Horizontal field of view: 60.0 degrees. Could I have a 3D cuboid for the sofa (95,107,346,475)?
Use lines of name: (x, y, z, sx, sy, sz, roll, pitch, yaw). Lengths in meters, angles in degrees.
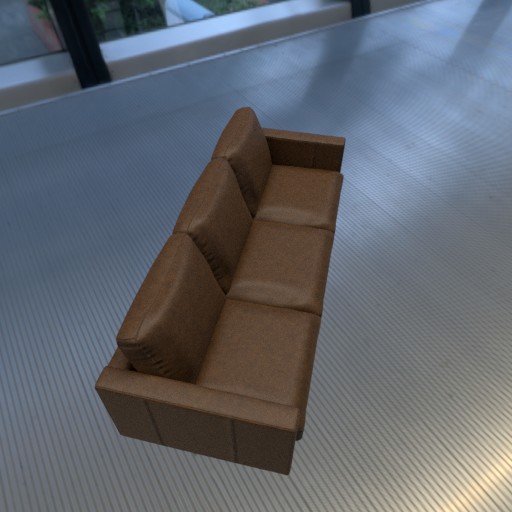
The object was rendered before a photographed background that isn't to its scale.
sofa: (0.000, 0.000, 2.721, 0.903, 0.930, 2.231, 9, 47, 9)
